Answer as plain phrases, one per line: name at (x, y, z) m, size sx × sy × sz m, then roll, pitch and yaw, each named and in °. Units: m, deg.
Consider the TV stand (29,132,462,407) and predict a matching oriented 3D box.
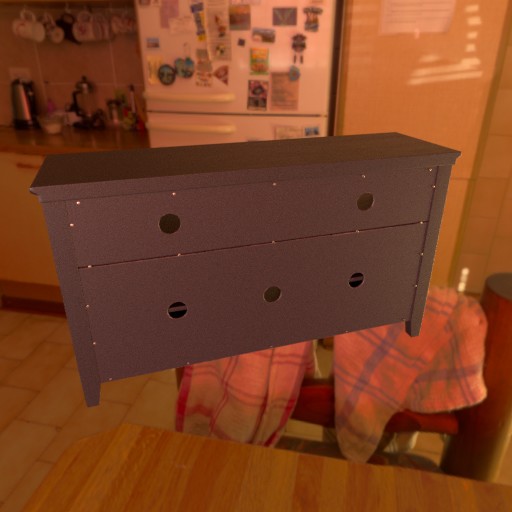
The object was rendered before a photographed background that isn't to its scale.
TV stand at (0.000, 0.000, 1.469) m, size 1.198 × 0.681 × 0.347 m, roll -8°, pitch 27°, yaw -16°
